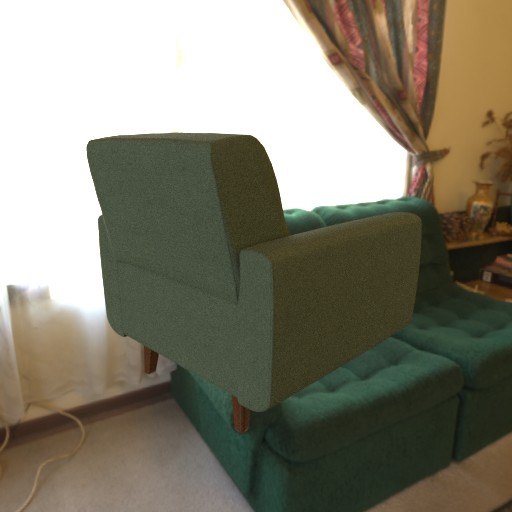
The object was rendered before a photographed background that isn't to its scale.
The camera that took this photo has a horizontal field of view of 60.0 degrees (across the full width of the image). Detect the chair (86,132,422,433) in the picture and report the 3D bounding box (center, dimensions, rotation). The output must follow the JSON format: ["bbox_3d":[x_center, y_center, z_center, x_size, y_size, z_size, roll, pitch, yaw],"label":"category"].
[{"bbox_3d":[0.000,0.000,1.569,0.831,0.841,0.909,14,21,42],"label":"chair"}]
